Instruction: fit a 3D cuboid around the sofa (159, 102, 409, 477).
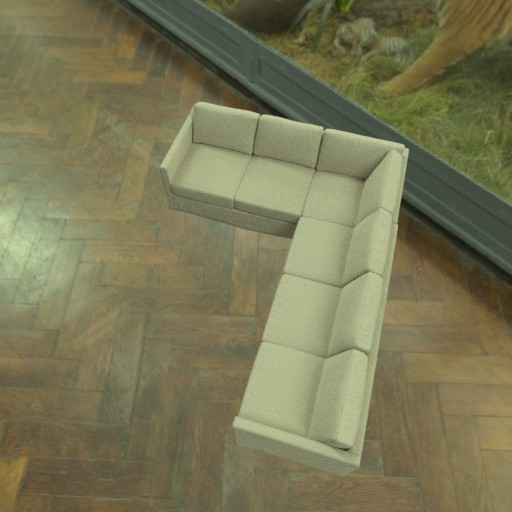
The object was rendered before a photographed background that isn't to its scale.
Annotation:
[{"bbox_3d":[0.000,0.000,4.224,2.432,0.871,3.182,14,59,9],"label":"sofa"}]
